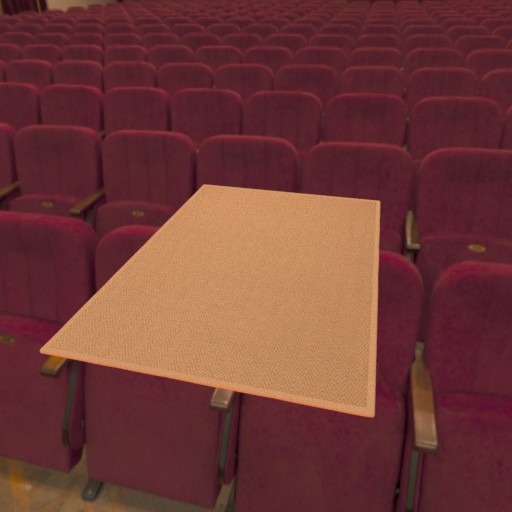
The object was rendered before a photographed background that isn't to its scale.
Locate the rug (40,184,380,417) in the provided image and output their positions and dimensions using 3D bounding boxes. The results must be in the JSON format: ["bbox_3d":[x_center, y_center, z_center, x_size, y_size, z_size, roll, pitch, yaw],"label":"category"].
[{"bbox_3d":[0.000,0.000,2.848,1.532,0.017,2.244,7,31,12],"label":"rug"}]
